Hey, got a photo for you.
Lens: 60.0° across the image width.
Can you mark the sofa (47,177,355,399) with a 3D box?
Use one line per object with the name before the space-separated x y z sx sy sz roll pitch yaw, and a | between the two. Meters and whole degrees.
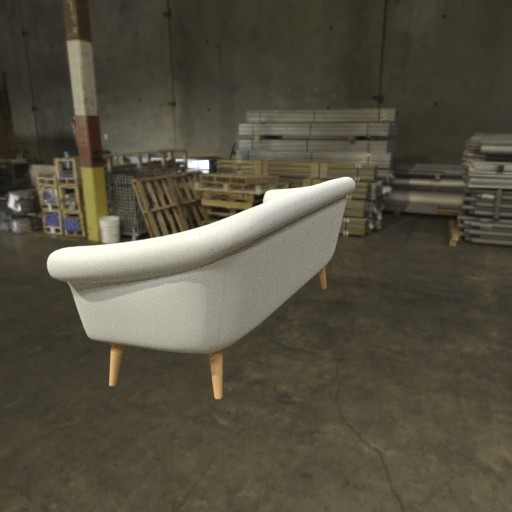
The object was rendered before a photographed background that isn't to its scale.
sofa | 0.000 0.000 2.538 0.827 0.795 2.160 7 17 24
